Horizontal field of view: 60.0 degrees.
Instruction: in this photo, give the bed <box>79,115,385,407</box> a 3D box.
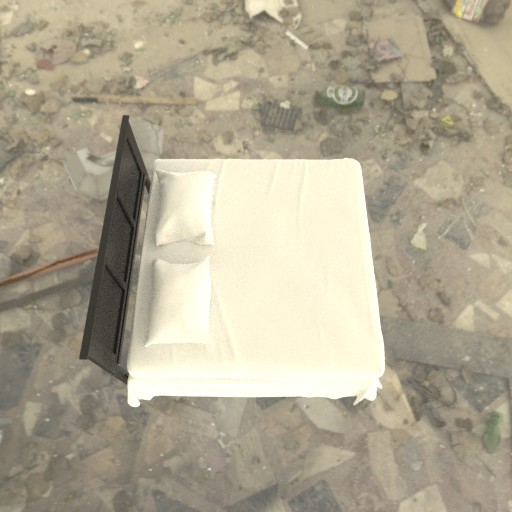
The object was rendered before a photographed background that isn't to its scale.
[{"bbox_3d":[0.000,0.000,3.779,2.219,1.271,2.315,0,64,0],"label":"bed"}]
